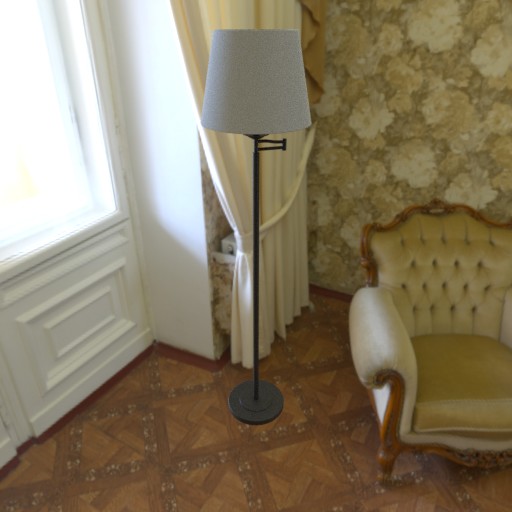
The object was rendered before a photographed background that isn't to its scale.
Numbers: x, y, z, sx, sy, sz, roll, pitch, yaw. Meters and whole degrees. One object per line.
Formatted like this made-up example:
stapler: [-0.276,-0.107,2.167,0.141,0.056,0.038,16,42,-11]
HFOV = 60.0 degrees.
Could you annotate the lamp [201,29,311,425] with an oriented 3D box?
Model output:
lamp: [0.000,0.000,1.620,0.348,1.473,0.348,-8,29,-15]
